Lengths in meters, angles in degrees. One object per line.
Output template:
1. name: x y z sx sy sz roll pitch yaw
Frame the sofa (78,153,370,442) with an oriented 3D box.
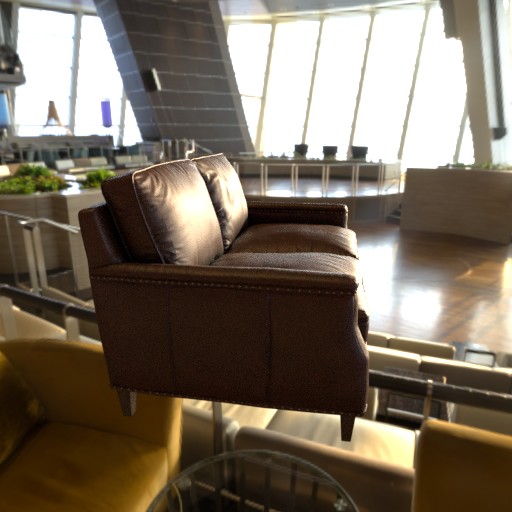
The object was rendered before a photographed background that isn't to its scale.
1. sofa: 0.000 0.000 2.320 1.083 1.003 1.628 3 16 9
